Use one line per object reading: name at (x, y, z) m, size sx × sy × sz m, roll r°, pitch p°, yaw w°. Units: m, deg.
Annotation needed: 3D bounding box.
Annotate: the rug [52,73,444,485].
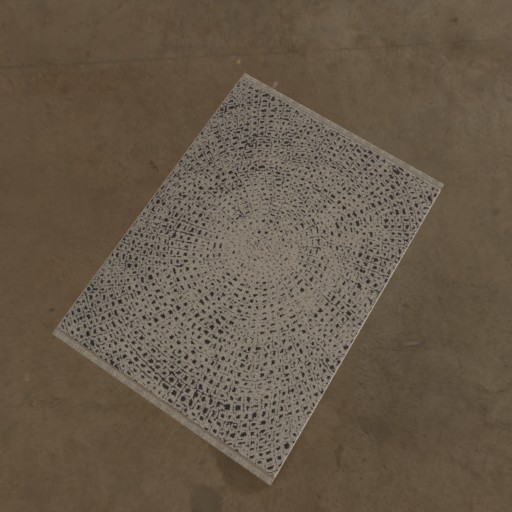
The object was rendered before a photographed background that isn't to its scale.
rug at (0.000, 0.000, 2.130) m, size 1.190 × 0.003 × 1.634 m, roll 32°, pitch 78°, yaw 7°
